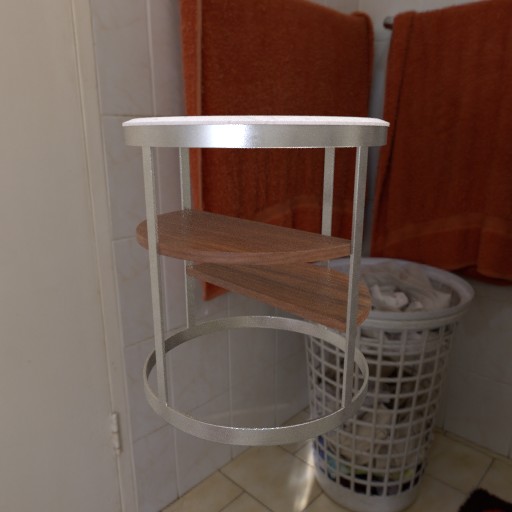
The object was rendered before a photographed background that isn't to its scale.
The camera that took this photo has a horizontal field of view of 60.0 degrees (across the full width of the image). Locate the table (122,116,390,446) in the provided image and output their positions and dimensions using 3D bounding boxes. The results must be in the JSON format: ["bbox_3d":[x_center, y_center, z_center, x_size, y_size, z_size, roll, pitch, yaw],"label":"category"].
[{"bbox_3d":[0.000,0.000,0.761,0.407,0.447,0.407,0,15,0],"label":"table"}]
